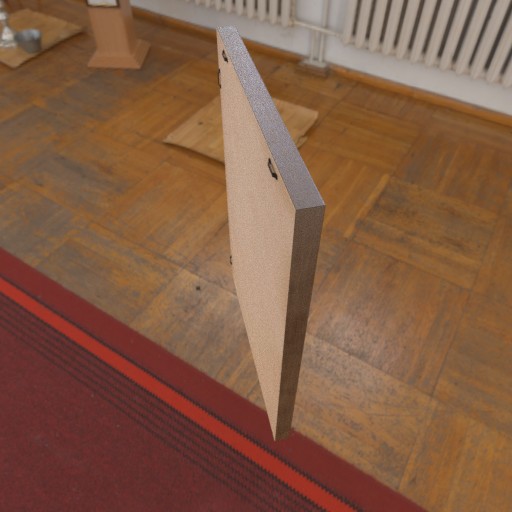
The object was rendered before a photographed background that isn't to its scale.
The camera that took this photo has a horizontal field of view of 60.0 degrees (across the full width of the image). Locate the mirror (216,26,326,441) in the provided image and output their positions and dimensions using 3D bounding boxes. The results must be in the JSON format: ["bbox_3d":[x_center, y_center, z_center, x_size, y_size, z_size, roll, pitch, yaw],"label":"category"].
[{"bbox_3d":[0.000,0.000,0.913,0.040,0.710,0.507,-10,49,-9],"label":"mirror"}]
